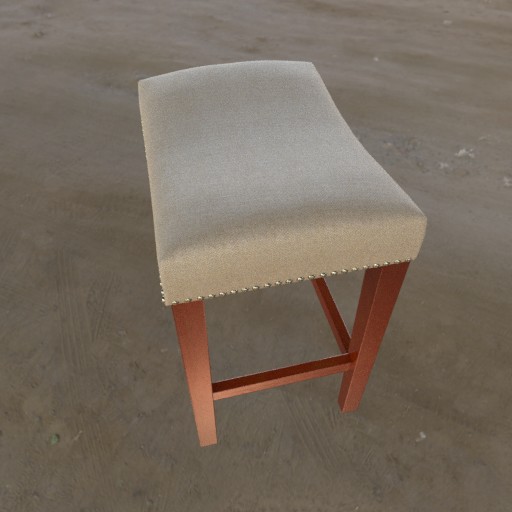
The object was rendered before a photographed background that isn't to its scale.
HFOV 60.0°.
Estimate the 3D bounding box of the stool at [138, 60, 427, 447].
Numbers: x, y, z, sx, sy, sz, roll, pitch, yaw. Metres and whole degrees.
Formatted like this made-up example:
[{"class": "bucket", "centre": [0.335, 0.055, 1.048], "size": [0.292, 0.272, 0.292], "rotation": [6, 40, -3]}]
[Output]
[{"class": "stool", "centre": [0.000, 0.000, 0.940], "size": [0.375, 0.632, 0.509], "rotation": [-10, 48, -9]}]
